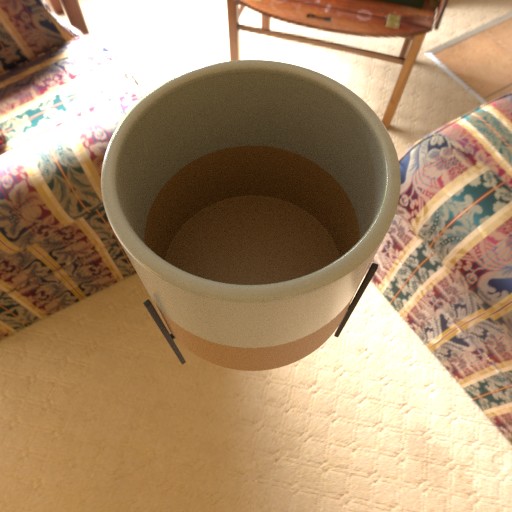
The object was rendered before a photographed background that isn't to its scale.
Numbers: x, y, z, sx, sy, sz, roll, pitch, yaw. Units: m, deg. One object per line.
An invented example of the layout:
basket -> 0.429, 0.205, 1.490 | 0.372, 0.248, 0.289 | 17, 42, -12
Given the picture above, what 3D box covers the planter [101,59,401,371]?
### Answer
planter -> 0.000, 0.000, 0.721 | 0.360, 0.480, 0.348 | 18, 65, 9
